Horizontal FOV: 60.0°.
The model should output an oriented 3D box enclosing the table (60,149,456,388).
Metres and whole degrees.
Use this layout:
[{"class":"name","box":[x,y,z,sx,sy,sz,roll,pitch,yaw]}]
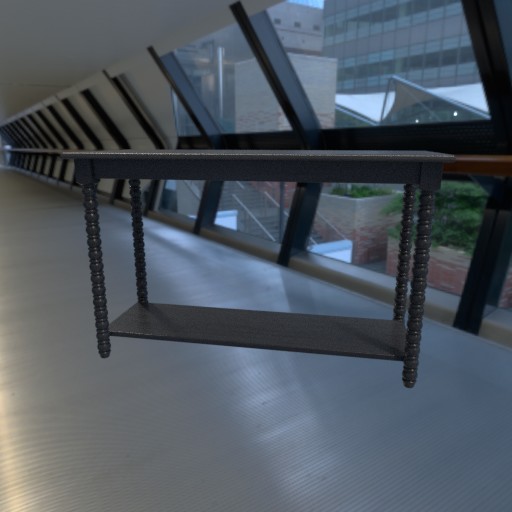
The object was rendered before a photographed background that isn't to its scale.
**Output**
[{"class":"table","box":[0.000,0.000,1.604,1.184,0.735,0.459,3,15,10]}]
